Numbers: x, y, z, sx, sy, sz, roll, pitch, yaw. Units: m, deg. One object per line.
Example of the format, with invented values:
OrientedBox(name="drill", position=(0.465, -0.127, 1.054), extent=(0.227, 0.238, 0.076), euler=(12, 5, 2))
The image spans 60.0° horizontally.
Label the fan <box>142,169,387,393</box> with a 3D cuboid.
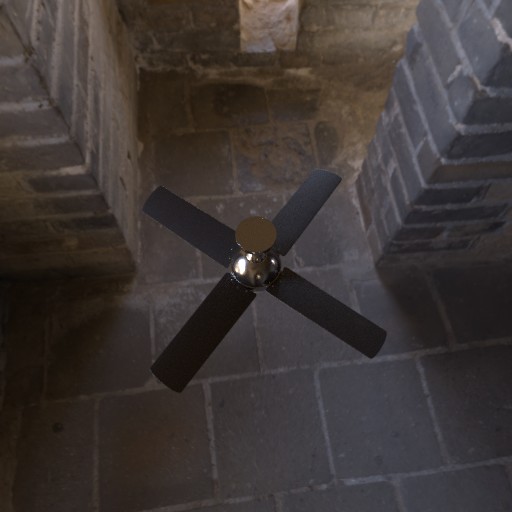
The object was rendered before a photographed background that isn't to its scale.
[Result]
OrientedBox(name="fan", position=(0.000, 0.000, 1.991), extent=(1.332, 0.403, 1.332), euler=(33, 68, 15))
